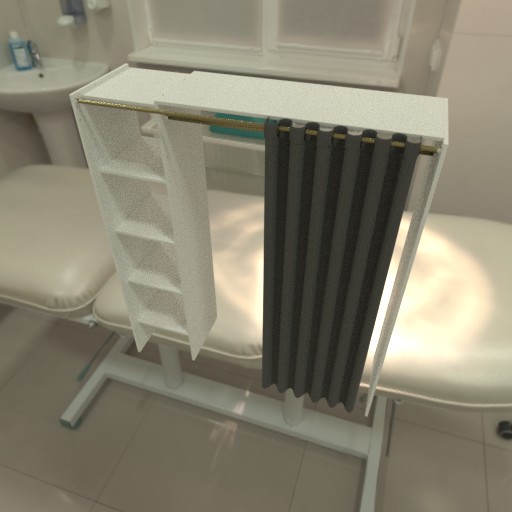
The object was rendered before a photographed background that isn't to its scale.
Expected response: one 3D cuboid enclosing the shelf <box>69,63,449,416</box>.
[{"bbox_3d":[0.000,0.000,2.519,1.600,1.810,0.500,12,41,14],"label":"shelf"}]
